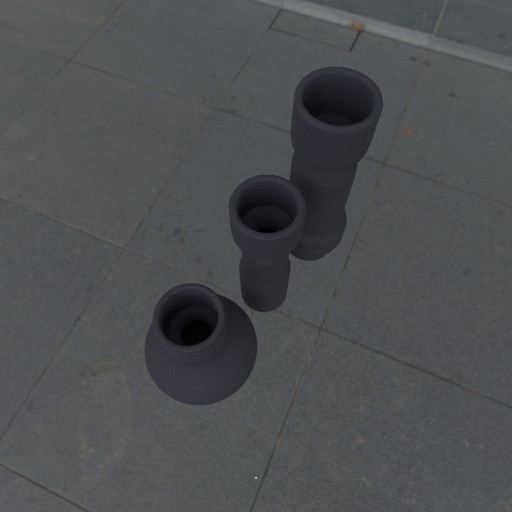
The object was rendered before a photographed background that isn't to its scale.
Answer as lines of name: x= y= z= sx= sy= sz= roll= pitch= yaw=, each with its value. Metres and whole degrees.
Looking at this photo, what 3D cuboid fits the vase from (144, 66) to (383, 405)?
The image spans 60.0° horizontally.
vase: x=0.000 y=0.000 z=0.444 sx=0.120 sy=0.249 sz=0.307 roll=35 pitch=69 yaw=16
